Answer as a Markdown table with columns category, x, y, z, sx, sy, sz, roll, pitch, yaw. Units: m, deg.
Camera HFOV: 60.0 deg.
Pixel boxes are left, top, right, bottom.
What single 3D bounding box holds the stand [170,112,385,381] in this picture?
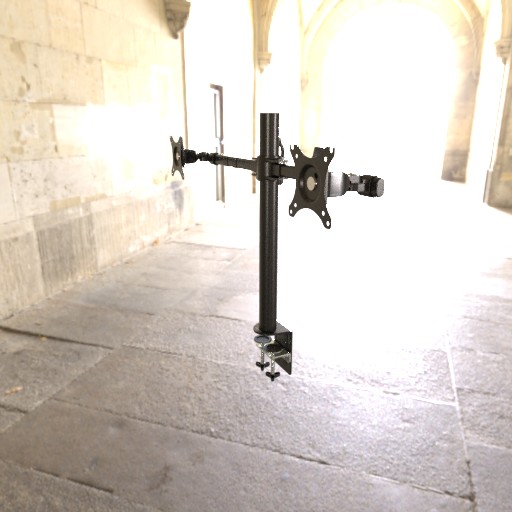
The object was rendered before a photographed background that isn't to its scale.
| category | x | y | z | sx | sy | sz | roll | pitch | yaw |
| --- | --- | --- | --- | --- | --- | --- | --- | --- | --- |
| stand | 0.000 | 0.000 | 0.980 | 0.150 | 0.603 | 0.743 | -8 | 18 | -25 |
